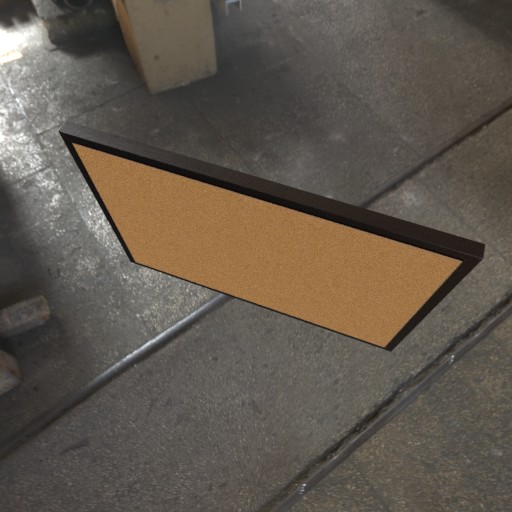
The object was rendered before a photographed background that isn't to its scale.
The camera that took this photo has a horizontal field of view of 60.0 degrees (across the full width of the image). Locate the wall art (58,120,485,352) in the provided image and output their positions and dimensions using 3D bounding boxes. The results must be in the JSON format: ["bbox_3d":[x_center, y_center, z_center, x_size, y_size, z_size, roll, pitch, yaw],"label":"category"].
[{"bbox_3d":[0.000,0.000,0.854,0.657,0.458,0.027,18,64,9],"label":"wall art"}]
